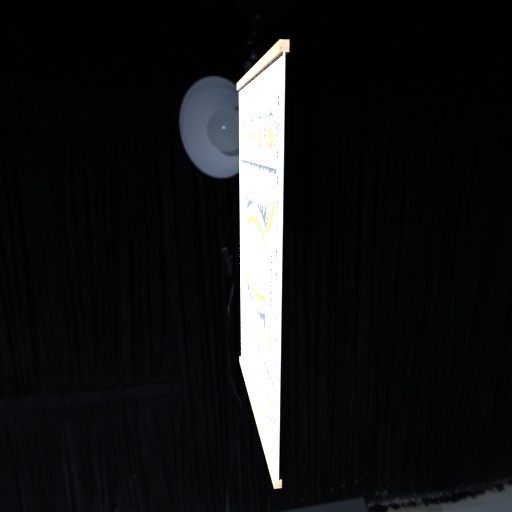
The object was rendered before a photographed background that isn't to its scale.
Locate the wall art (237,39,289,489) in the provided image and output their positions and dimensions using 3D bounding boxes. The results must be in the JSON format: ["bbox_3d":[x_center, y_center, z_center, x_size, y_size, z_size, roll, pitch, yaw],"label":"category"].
[{"bbox_3d":[0.000,0.000,1.937,0.028,1.533,0.999,-2,15,-9],"label":"wall art"}]
